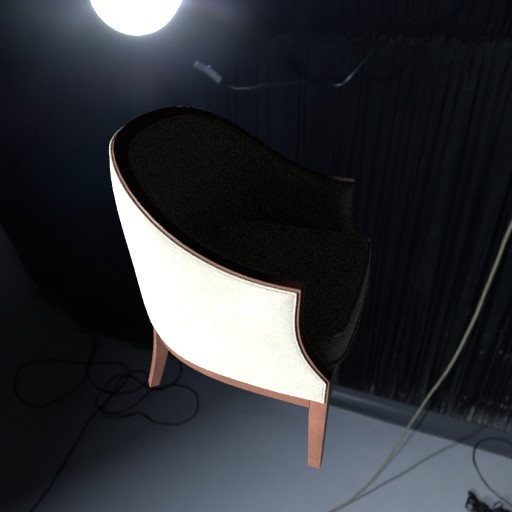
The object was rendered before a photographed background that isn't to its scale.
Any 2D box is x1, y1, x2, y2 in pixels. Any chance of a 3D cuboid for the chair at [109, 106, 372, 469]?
[{"bbox_3d":[0.000,0.000,1.471,0.735,0.876,0.803,10,31,17],"label":"chair"}]
